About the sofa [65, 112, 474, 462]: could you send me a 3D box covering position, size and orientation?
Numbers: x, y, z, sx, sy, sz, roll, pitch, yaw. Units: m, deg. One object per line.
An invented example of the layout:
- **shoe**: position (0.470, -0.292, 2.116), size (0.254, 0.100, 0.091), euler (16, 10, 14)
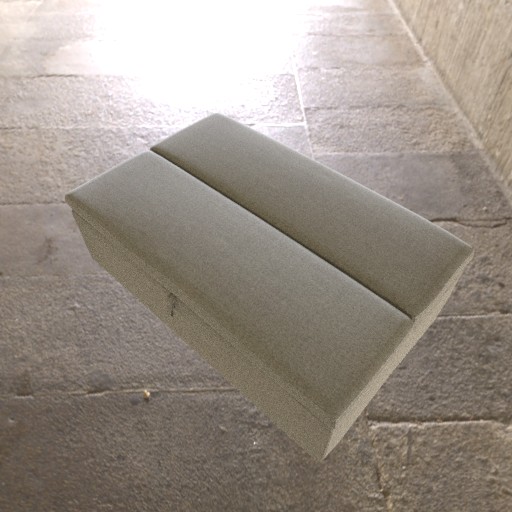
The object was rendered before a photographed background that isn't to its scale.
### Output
- **sofa**: position (0.000, 0.000, 1.672), size (1.250, 0.434, 0.817), euler (35, 57, 27)
